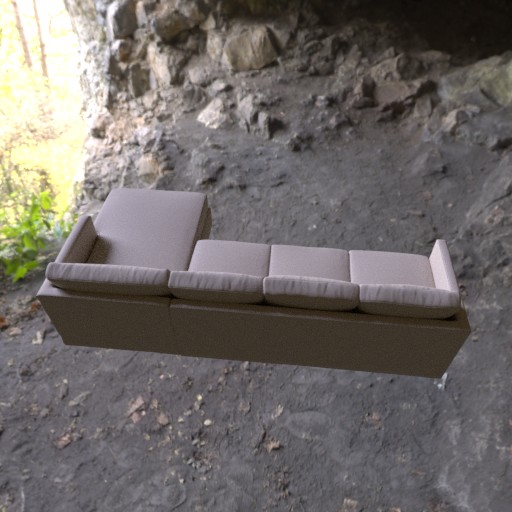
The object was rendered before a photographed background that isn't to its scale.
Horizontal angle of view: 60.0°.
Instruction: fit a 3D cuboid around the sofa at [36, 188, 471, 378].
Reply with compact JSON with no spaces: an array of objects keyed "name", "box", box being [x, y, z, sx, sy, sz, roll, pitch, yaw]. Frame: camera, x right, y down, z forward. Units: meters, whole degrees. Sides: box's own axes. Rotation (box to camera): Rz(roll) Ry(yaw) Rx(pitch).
[{"name":"sofa","box":[0.000,0.000,3.920,3.206,0.871,1.622,4,47,4]}]
